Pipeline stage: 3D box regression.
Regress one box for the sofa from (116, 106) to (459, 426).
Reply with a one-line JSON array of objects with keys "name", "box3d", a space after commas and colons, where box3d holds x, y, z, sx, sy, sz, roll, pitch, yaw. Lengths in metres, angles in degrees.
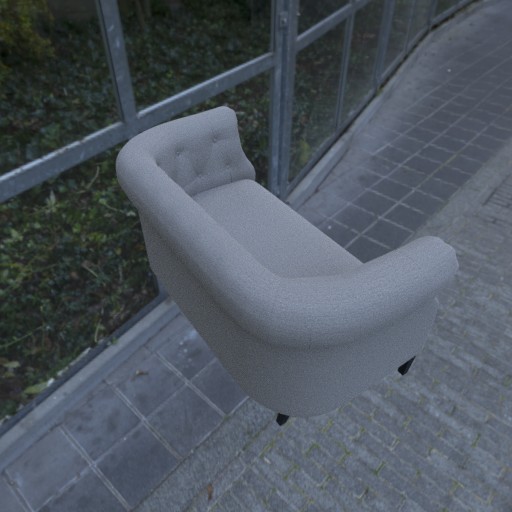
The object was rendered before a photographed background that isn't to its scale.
[{"name": "sofa", "box3d": [0.000, 0.000, 2.052, 0.835, 0.827, 1.558, -24, 46, -25]}]
